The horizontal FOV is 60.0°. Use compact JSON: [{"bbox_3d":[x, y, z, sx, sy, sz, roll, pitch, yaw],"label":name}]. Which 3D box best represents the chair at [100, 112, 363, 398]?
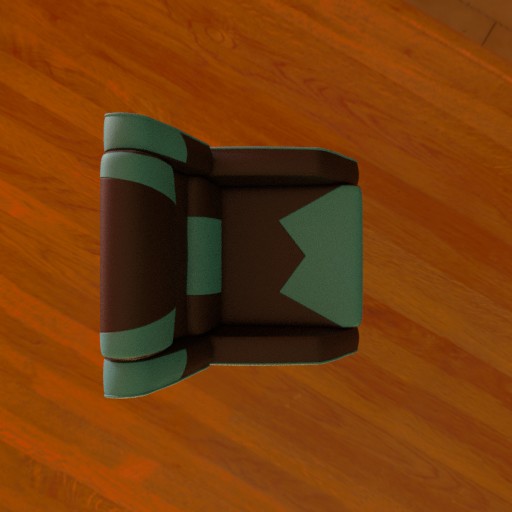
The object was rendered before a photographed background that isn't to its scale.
[{"bbox_3d":[0.000,0.000,1.306,0.672,0.805,0.620,0,90,-1],"label":"chair"}]
